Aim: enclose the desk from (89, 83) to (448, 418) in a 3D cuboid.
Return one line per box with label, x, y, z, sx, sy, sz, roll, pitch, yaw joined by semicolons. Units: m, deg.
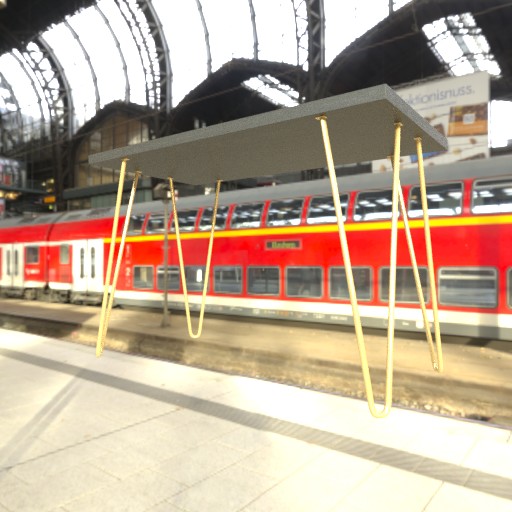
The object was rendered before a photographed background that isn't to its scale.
desk;0.000;0.000;1.353;0.991;0.660;0.499;0;-1;36
